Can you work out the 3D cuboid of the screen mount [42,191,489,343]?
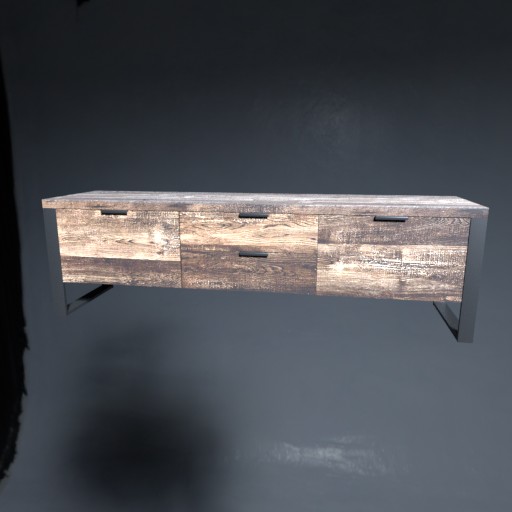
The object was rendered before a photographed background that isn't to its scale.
[{"bbox_3d":[0.000,0.000,1.724,1.524,0.450,0.395,2,13,9],"label":"screen mount"}]
